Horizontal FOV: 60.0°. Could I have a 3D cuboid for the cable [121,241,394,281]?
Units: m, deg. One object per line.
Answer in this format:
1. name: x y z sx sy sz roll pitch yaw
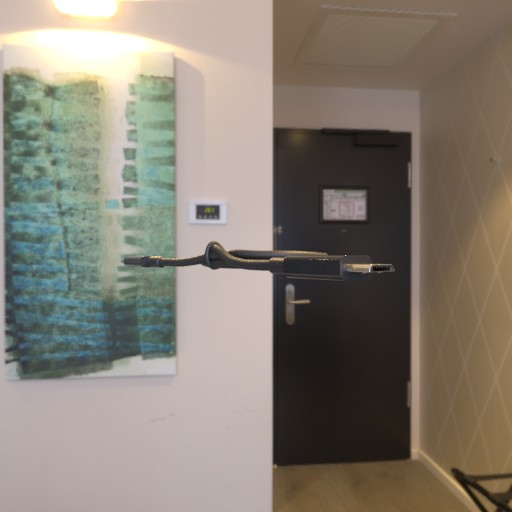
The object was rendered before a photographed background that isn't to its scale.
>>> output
1. cable: 0.000 0.000 0.216 0.070 0.014 0.192 0 0 -37
